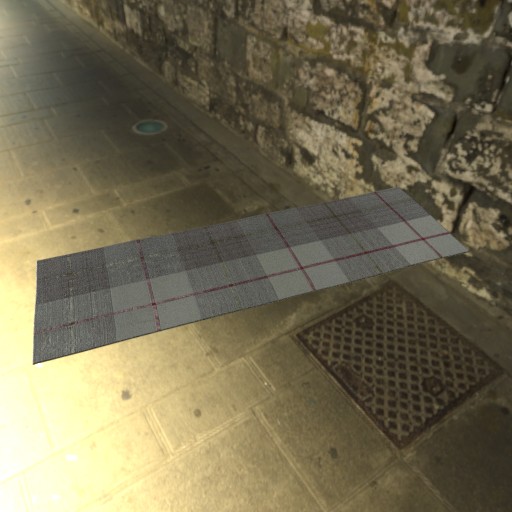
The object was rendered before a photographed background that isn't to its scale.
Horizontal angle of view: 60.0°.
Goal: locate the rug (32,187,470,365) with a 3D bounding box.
[{"bbox_3d":[0.000,0.000,2.609,2.439,0.013,0.762,-13,42,-14],"label":"rug"}]
